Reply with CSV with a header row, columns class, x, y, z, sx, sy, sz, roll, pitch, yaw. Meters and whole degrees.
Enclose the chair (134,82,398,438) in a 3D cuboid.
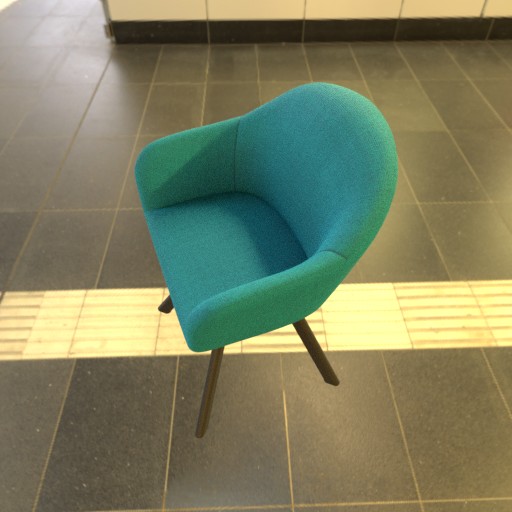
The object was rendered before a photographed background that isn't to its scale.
class,x,y,z,sx,sy,sz,roll,pitch,yaw
chair,0.000,0.000,1.175,0.550,0.795,0.590,-16,49,-14
